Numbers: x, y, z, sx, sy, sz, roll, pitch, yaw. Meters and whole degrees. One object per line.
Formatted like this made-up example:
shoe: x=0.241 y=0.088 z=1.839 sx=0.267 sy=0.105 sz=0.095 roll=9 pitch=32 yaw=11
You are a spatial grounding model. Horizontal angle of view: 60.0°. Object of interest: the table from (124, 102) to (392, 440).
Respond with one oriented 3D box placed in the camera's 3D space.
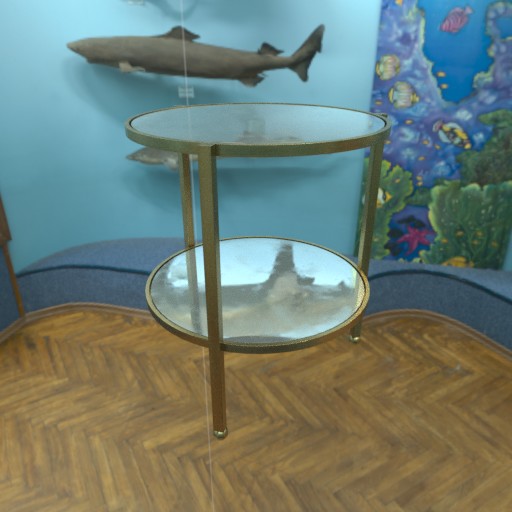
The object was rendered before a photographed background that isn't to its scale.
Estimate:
table: x=0.000 y=0.000 z=0.451 sx=0.231 sy=0.269 sz=0.243 roll=7 pitch=27 yaw=15
